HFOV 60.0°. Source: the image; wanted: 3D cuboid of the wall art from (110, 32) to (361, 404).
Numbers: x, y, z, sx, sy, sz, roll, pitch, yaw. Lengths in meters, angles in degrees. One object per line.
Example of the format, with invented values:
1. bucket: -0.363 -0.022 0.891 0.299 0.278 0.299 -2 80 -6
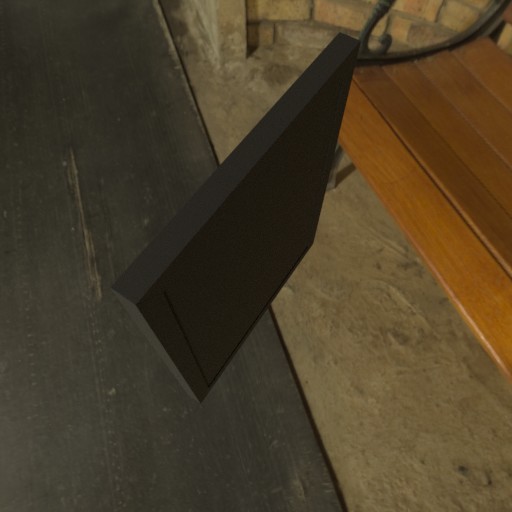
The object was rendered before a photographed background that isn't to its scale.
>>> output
1. wall art: 0.000 0.000 0.759 0.033 0.559 0.457 31 67 15
